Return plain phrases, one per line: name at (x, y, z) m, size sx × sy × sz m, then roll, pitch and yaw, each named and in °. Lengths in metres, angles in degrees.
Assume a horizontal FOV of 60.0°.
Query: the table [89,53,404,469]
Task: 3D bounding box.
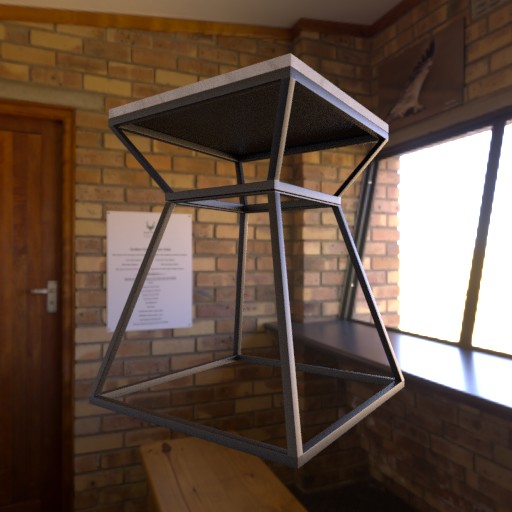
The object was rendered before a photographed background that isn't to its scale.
table at (0.000, 0.000, 0.894) m, size 0.455 × 0.559 × 0.455 m, roll 0°, pitch 0°, yaw 35°
